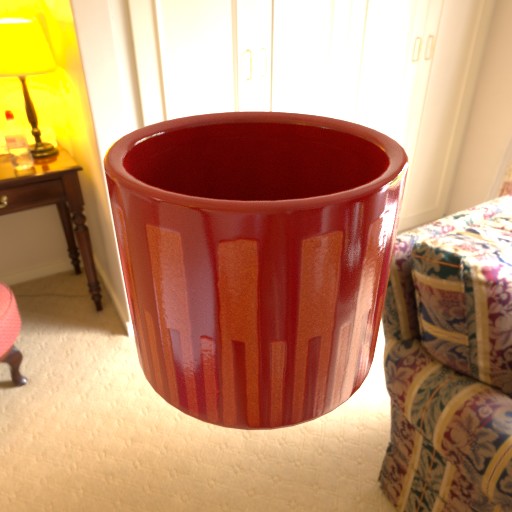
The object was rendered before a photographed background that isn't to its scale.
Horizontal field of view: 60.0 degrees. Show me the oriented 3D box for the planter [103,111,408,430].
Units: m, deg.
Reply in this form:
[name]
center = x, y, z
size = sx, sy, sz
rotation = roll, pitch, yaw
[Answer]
[planter]
center = 0.000, 0.000, 0.396
size = 0.230, 0.202, 0.230
rotation = 0, 31, 0
